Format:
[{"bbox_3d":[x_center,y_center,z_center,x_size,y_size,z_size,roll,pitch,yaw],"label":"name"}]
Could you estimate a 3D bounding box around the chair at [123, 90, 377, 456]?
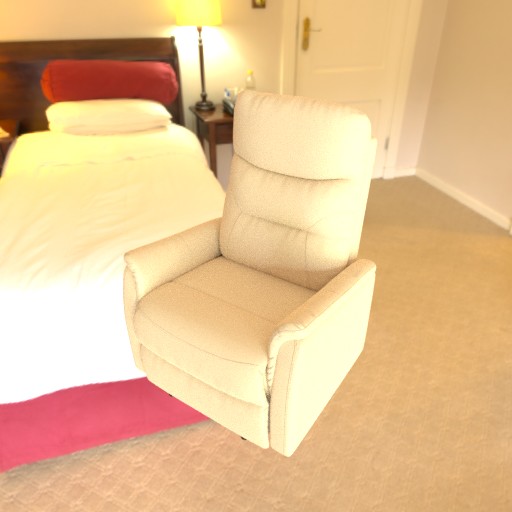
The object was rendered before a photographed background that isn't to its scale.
[{"bbox_3d":[0.000,0.000,1.695,0.775,1.082,0.831,19,36,29],"label":"chair"}]
